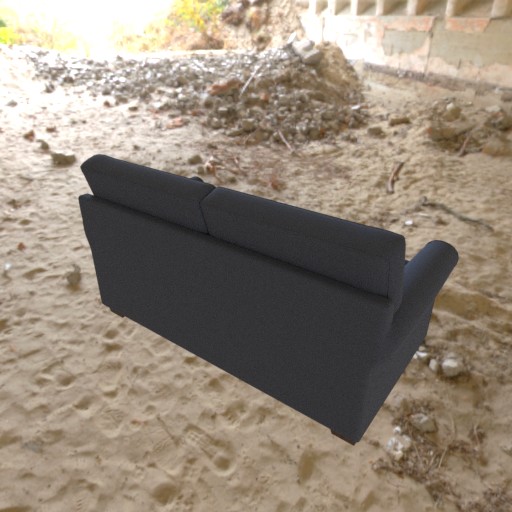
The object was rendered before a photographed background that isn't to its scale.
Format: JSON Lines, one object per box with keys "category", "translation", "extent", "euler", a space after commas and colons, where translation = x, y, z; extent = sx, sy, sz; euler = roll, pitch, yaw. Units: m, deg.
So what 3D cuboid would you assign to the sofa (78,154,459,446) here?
{"category": "sofa", "translation": [0.000, 0.000, 2.498], "extent": [1.930, 1.020, 0.940], "euler": [20, 34, 32]}
